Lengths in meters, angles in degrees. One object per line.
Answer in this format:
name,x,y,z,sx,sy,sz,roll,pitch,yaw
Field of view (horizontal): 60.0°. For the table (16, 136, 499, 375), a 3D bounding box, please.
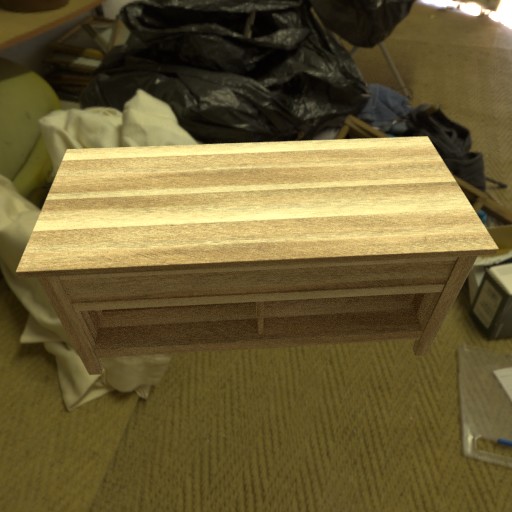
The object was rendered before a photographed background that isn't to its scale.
table,0.000,0.000,1.344,1.095,0.480,0.493,-3,46,-3
